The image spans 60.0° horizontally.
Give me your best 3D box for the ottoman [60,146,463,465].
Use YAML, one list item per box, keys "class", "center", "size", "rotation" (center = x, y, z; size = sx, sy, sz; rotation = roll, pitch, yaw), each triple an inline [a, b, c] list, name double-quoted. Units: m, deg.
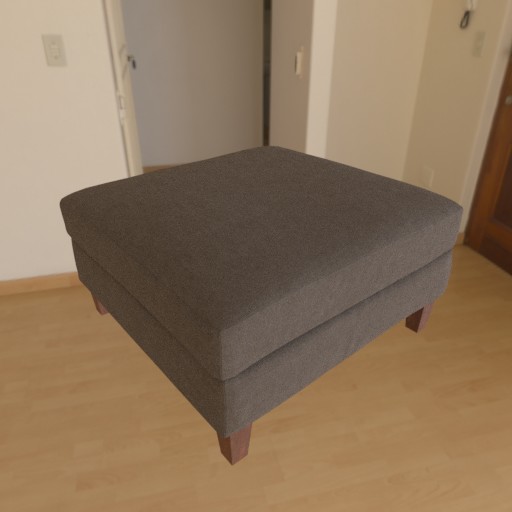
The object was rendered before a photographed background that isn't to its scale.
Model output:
- class: "ottoman"
  center: [0.000, 0.000, 1.386]
  size: [0.881, 0.482, 0.861]
  rotation: [-22, 36, -34]
